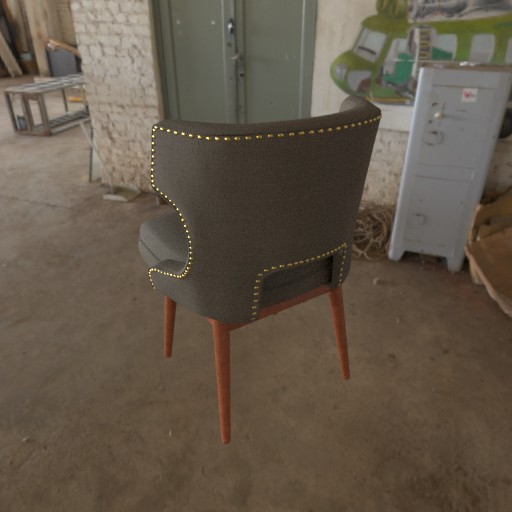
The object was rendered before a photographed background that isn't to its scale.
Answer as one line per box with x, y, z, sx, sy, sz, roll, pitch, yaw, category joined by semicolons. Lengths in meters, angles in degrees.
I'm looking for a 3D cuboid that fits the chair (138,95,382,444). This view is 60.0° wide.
0.000;0.000;1.257;0.595;0.863;0.581;-18;34;-28;chair
